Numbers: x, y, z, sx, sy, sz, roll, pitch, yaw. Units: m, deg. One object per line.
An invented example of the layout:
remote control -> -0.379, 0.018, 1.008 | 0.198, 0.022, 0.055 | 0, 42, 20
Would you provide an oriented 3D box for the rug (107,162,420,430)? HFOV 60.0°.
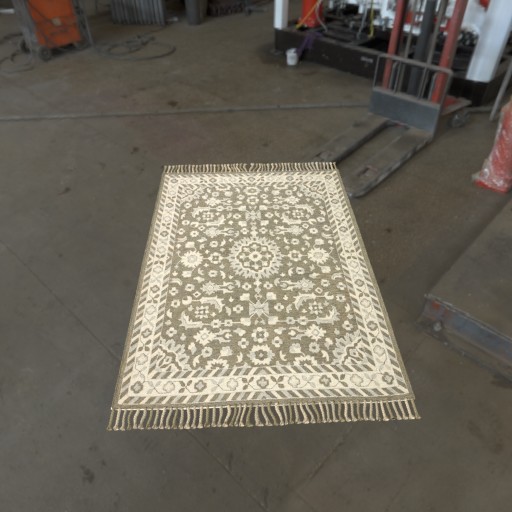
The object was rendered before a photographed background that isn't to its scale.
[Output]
rug -> 0.000, 0.000, 3.029 | 1.530, 0.025, 2.431 | -2, 42, -2
